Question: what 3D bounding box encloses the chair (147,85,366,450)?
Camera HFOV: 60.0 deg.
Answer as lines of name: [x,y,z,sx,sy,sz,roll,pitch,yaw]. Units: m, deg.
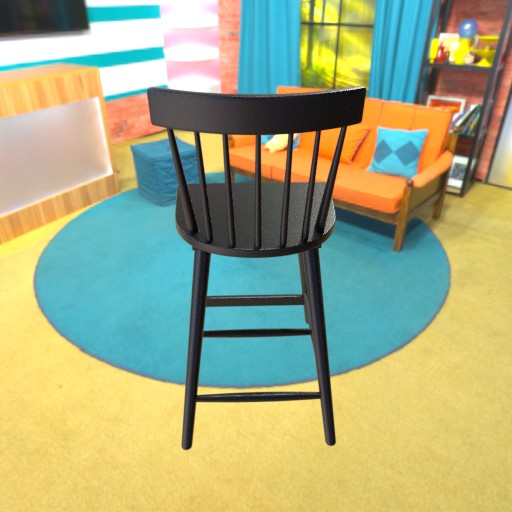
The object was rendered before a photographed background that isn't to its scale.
chair: [0.000,0.000,1.273,0.483,0.952,0.572,-1,31,-2]
